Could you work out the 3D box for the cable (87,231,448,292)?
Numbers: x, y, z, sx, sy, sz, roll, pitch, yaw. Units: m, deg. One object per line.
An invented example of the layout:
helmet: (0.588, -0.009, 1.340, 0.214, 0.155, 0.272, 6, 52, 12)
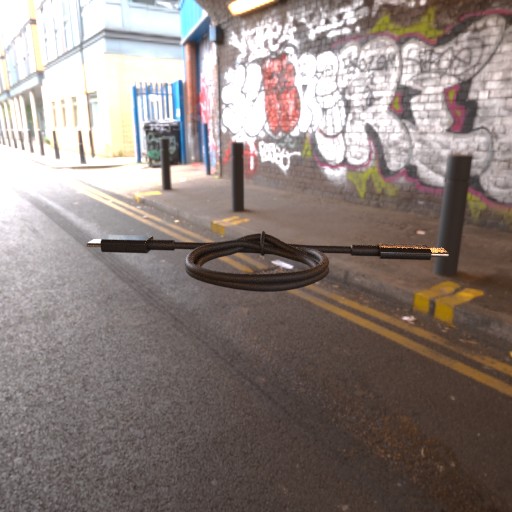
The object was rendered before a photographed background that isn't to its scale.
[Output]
cable: (0.000, 0.000, 0.212, 0.192, 0.014, 0.070, 2, 16, 5)
